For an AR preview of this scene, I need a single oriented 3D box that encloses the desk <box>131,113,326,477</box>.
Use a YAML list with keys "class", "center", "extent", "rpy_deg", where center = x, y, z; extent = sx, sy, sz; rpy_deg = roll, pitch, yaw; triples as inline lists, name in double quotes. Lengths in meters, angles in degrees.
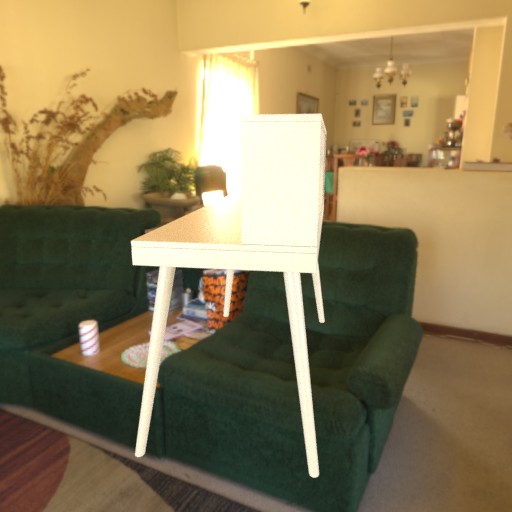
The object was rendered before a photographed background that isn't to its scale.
- class: "desk"
  center: [0.000, 0.000, 1.761]
  extent: [0.559, 0.990, 1.199]
  rpy_deg: [2, 14, 9]
